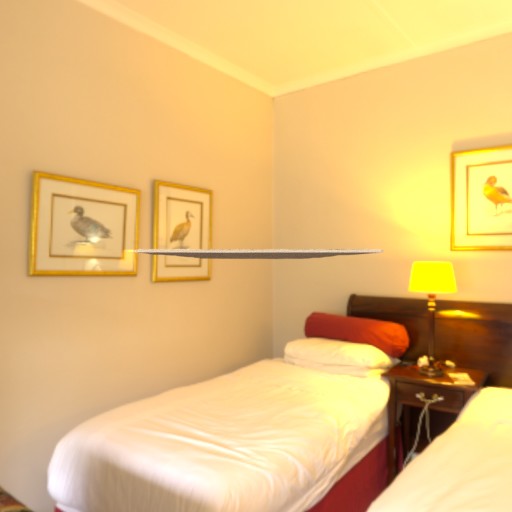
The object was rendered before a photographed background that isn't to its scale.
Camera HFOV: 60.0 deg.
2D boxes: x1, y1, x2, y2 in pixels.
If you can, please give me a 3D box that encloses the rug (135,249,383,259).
[{"bbox_3d":[0.000,0.000,2.690,0.857,0.018,2.383,0,-1,-1],"label":"rug"}]
